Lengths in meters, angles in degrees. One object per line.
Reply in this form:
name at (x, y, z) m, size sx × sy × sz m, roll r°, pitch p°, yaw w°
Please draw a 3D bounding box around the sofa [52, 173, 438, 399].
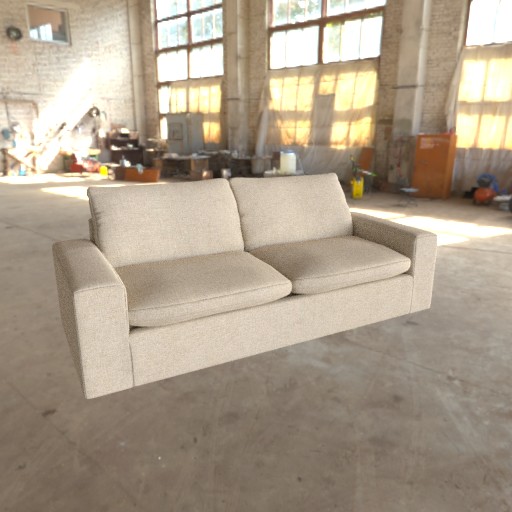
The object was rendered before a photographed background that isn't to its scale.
sofa at (0.000, 0.000, 2.843) m, size 2.299 × 0.922 × 1.040 m, roll -9°, pitch 18°, yaw -28°
